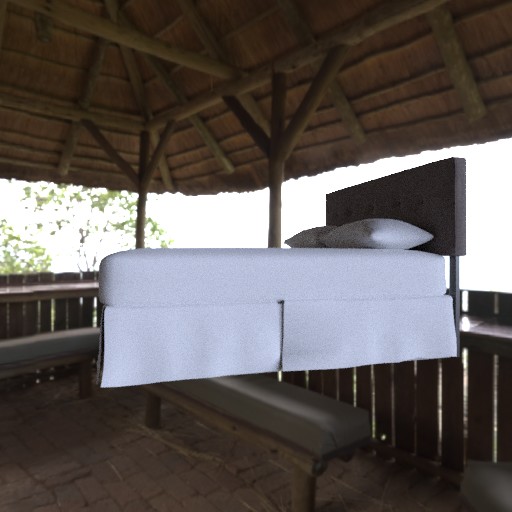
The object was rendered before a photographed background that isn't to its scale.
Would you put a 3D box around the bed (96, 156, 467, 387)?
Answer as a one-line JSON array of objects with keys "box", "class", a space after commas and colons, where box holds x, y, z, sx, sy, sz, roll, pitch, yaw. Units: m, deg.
[{"box": [0.000, 0.000, 2.851, 1.894, 1.089, 1.610, 0, 0, -17], "class": "bed"}]
